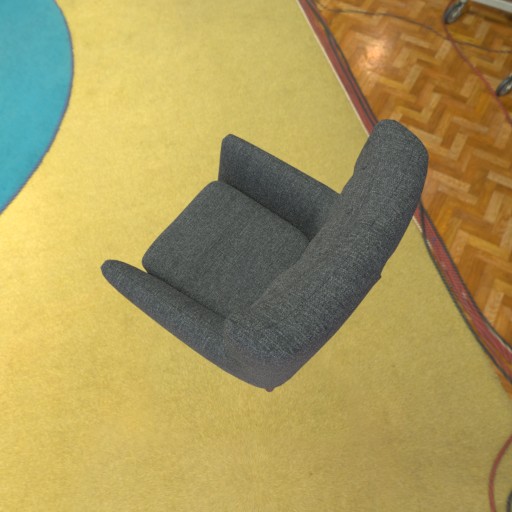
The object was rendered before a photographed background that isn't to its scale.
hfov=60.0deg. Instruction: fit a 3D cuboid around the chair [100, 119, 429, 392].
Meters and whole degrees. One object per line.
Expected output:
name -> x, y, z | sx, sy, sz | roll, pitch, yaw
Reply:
chair -> 0.000, 0.000, 1.754 | 0.904, 1.063, 0.878 | 32, 67, 15
